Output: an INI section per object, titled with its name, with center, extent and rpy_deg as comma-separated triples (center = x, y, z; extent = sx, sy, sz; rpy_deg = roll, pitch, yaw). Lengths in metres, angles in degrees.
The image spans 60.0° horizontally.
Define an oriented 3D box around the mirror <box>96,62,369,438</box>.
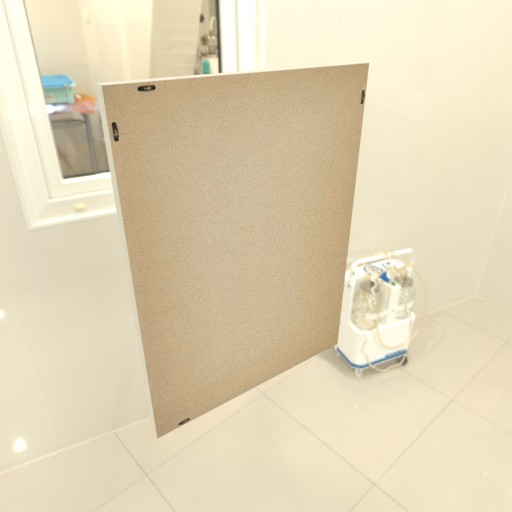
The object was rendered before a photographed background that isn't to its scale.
[mirror]
center = 0.000, 0.000, 1.313
extent = 0.762, 1.016, 0.041
rpy_deg = -19, 34, -31
